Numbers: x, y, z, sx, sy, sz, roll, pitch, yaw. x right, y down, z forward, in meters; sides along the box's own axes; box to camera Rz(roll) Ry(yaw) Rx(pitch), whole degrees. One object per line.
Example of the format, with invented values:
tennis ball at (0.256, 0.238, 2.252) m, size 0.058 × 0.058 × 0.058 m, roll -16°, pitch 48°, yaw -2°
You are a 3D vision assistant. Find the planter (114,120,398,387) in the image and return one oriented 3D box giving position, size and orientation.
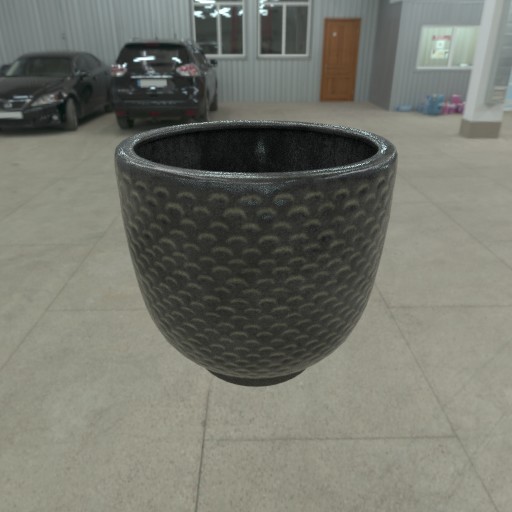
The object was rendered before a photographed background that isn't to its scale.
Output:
planter at (0.000, 0.000, 0.311) m, size 0.172 × 0.160 × 0.172 m, roll 0°, pitch 26°, yaw 0°
